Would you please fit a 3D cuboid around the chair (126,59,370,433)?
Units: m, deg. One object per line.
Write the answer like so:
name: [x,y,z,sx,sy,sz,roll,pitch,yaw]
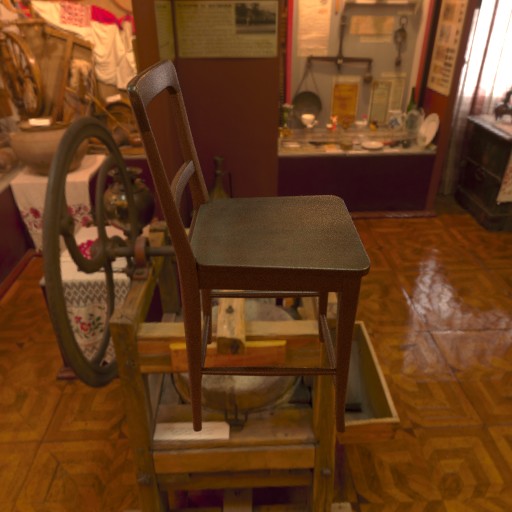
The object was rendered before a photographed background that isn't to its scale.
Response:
chair: [0.000,0.000,1.267,0.546,0.991,0.450,0,30,0]
